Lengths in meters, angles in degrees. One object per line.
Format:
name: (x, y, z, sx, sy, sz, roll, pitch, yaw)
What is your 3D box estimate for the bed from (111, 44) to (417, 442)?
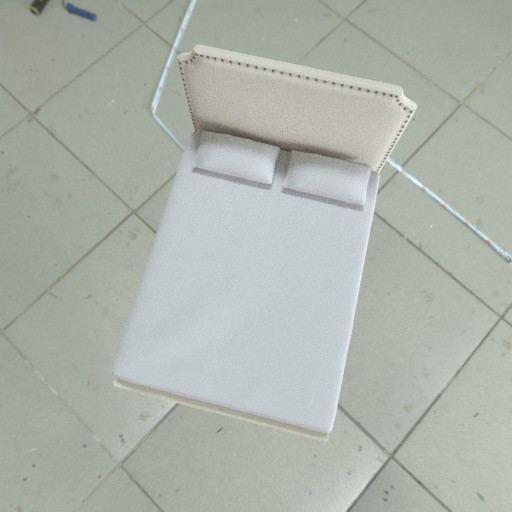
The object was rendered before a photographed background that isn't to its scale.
bed: (0.000, 0.000, 3.365, 1.712, 1.497, 2.372, 13, 74, 4)
